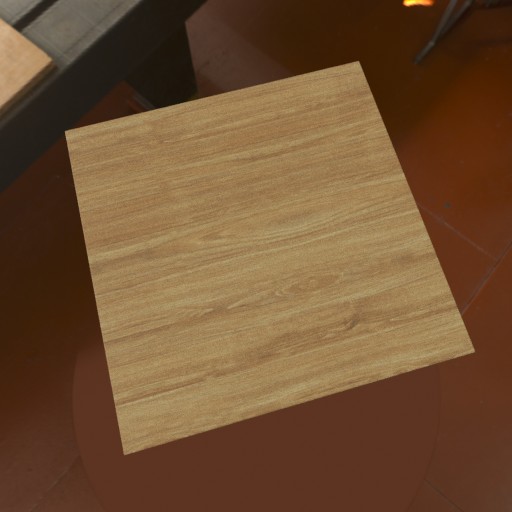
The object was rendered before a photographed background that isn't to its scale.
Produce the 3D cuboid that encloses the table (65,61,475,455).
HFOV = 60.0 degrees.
[{"bbox_3d":[0.000,0.000,1.418,0.900,0.450,0.900,-15,75,-4],"label":"table"}]
